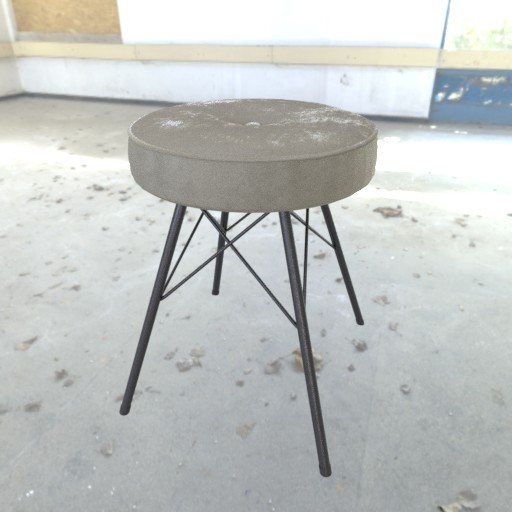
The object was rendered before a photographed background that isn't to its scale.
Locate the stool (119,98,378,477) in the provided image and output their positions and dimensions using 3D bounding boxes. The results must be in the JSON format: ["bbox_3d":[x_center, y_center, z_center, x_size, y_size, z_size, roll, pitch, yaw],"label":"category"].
[{"bbox_3d":[0.000,0.000,0.861,0.423,0.538,0.457,10,30,17],"label":"stool"}]
